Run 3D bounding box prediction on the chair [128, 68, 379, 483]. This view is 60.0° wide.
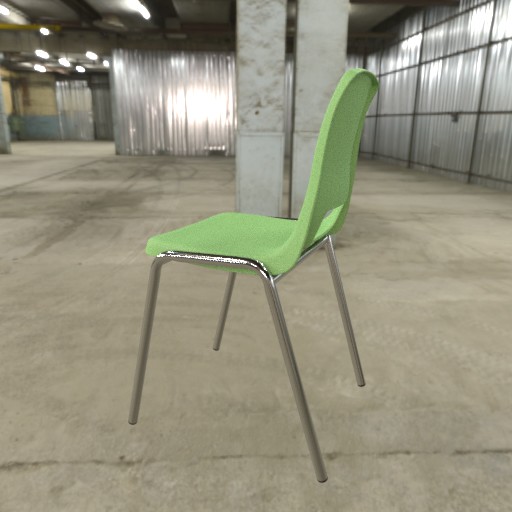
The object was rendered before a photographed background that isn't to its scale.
[{"bbox_3d":[0.000,0.000,0.930,0.436,0.704,0.381,7,18,24],"label":"chair"}]
